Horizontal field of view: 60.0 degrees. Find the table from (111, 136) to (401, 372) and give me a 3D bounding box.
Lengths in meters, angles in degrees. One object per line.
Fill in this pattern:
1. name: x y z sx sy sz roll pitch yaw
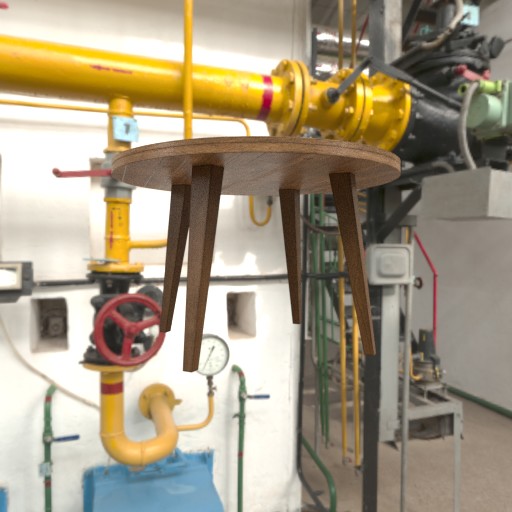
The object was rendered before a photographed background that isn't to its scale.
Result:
1. table: 0.000 0.000 1.965 1.213 0.764 1.213 0 2 0
